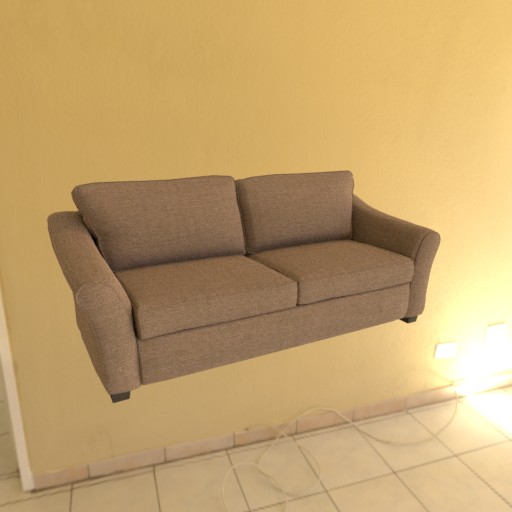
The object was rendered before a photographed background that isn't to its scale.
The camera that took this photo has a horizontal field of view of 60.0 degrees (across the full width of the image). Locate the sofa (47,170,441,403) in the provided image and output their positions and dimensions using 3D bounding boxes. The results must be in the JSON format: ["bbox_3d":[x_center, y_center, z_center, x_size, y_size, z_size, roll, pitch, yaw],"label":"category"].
[{"bbox_3d":[0.000,0.000,2.764,2.270,0.965,0.980,-8,17,-27],"label":"sofa"}]
